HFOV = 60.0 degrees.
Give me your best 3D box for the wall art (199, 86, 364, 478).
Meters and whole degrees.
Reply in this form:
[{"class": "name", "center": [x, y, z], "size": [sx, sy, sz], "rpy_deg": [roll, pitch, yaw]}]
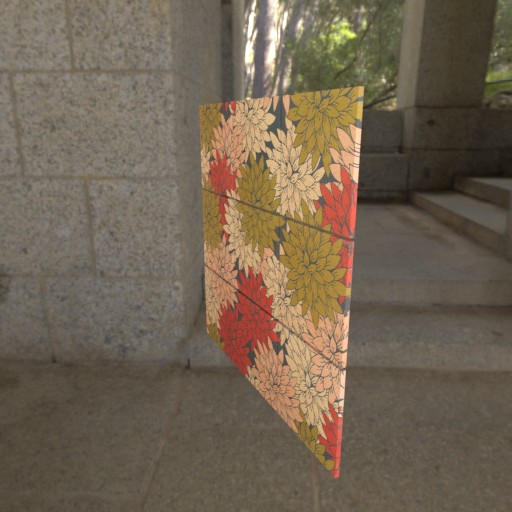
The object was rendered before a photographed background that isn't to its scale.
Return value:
[{"class": "wall art", "center": [0.000, 0.000, 1.365], "size": [0.013, 0.913, 0.904], "rpy_deg": [-8, 18, -25]}]
